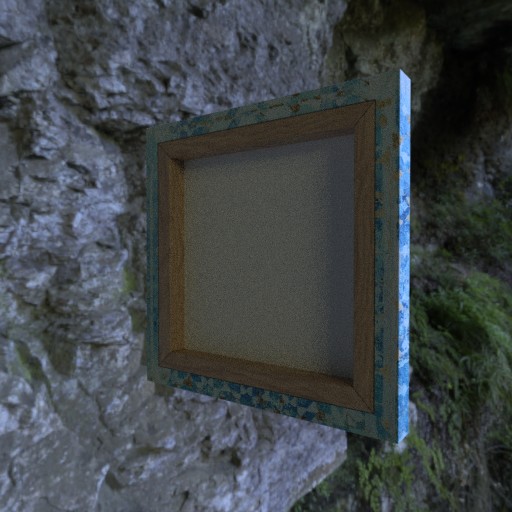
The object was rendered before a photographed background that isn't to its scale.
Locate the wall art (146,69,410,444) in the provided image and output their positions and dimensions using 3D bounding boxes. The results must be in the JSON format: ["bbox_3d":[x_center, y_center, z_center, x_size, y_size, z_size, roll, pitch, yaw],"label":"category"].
[{"bbox_3d":[0.000,0.000,0.610,0.405,0.405,0.037,1,1,35],"label":"wall art"}]
